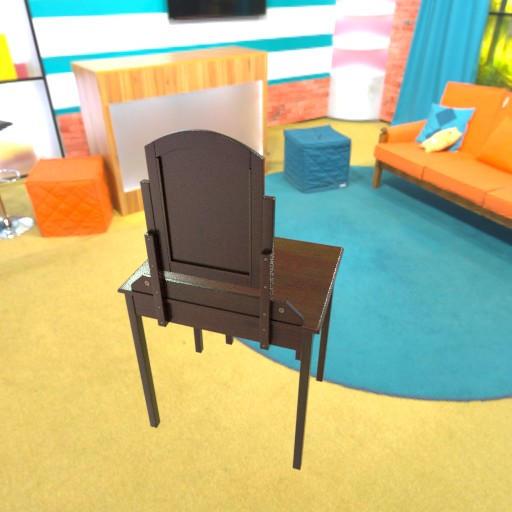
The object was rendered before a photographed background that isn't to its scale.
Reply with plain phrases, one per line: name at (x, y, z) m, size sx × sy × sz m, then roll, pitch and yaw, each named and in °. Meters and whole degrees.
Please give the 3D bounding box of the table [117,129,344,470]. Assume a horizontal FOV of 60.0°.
table at (0.000, 0.000, 2.302) m, size 0.876 × 1.631 × 1.211 m, roll 10°, pitch 34°, yaw 15°
